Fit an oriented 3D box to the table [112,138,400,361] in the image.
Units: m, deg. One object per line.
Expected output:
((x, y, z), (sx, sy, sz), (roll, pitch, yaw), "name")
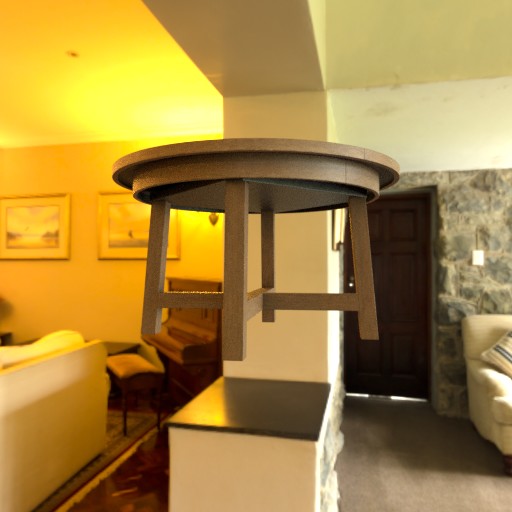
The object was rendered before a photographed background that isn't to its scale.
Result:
((0.000, 0.000, 2.129), (1.319, 0.762, 1.319), (0, -1, 0), "table")
